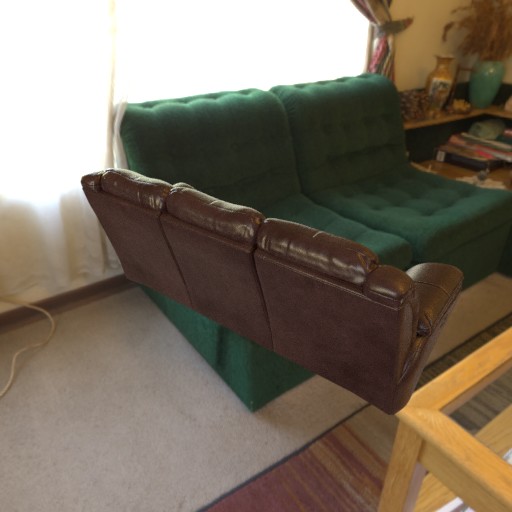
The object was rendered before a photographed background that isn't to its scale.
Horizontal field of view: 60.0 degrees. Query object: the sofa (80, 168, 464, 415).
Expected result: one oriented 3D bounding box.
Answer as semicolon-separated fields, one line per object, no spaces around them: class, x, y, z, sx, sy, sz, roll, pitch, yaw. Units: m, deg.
sofa;0.000;0.000;2.871;2.337;1.043;0.991;21;36;32
